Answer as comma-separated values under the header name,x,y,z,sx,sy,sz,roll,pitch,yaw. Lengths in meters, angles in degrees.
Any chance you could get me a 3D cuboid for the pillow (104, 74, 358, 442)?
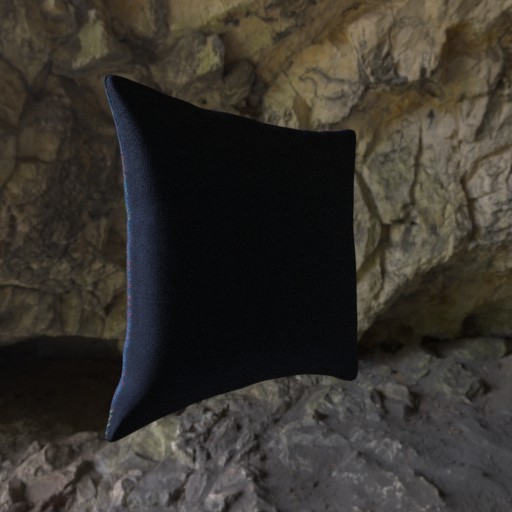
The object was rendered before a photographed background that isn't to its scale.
name,x,y,z,sx,sy,sz,roll,pitch,yaw
pillow,0.000,0.000,0.633,0.431,0.431,0.141,0,1,-38
